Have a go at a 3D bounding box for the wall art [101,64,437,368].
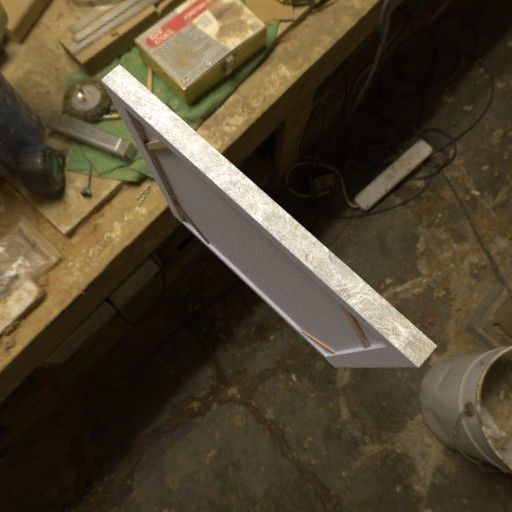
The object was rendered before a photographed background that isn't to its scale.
[{"bbox_3d":[0.000,0.000,0.915,0.610,0.610,0.038,43,80,10],"label":"wall art"}]
